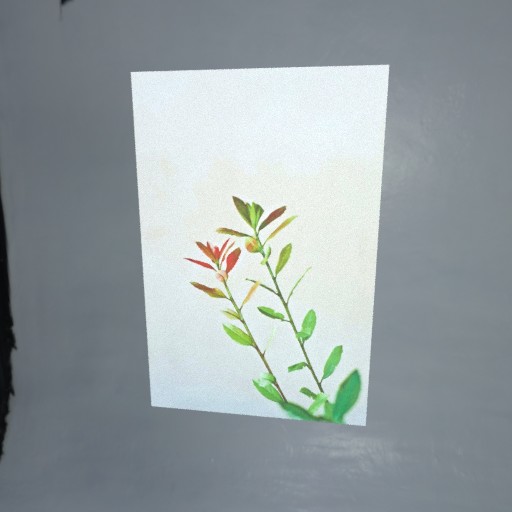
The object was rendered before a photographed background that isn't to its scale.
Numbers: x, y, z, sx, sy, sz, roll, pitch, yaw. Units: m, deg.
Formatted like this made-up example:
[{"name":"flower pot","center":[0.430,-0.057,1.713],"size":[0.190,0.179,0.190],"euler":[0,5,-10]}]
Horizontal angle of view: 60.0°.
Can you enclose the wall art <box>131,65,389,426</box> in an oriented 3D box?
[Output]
[{"name":"wall art","center":[0.000,0.000,0.781],"size":[0.408,0.611,0.038],"euler":[2,14,9]}]
